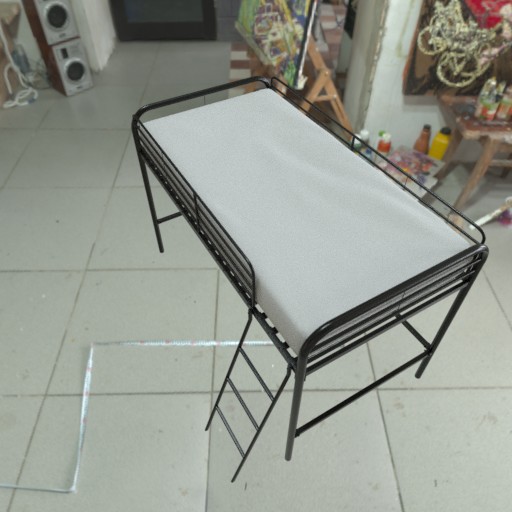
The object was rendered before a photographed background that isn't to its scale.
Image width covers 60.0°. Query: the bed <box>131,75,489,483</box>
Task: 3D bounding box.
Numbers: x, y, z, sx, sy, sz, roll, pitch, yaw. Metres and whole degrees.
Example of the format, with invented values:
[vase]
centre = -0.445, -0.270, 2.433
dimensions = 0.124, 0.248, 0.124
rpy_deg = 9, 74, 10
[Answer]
[bed]
centre = 0.000, 0.000, 2.799
dimensions = 1.393, 1.289, 1.968
rpy_deg = -23, 51, -20
